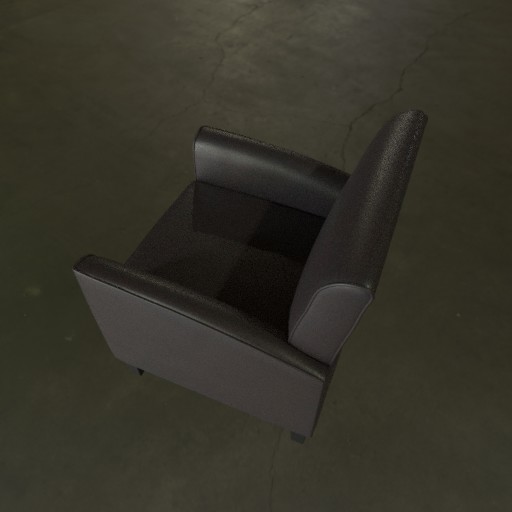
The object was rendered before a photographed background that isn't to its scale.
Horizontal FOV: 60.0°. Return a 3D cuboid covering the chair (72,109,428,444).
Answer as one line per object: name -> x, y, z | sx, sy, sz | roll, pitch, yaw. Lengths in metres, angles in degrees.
chair -> 0.000, 0.000, 1.528 | 0.819, 0.916, 0.820 | 17, 50, 15
